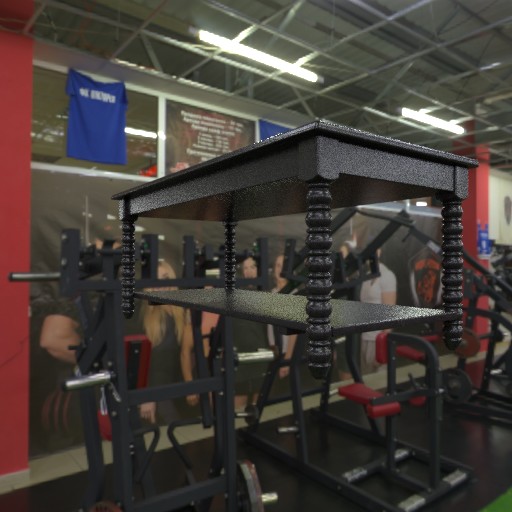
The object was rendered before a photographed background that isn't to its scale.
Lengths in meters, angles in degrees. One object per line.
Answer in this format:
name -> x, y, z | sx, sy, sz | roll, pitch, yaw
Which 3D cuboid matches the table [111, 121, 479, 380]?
table -> 0.000, 0.000, 1.441 | 0.580, 0.487, 1.171 | 0, -1, -36
